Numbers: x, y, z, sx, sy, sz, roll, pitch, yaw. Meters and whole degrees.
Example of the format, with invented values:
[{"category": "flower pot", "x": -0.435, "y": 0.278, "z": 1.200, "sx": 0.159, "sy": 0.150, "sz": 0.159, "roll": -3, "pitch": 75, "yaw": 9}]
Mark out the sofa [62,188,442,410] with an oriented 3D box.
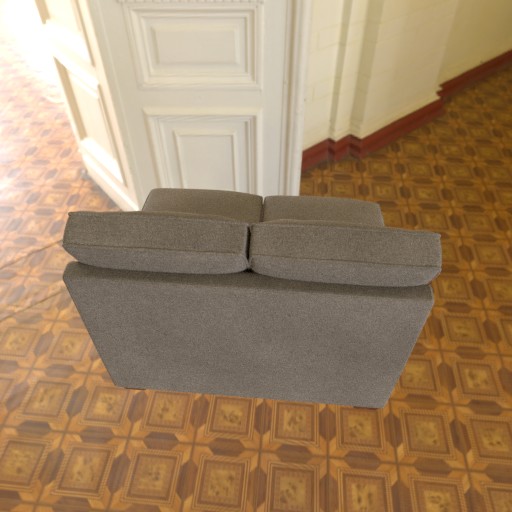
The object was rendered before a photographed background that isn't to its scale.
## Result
[{"category": "sofa", "x": 0.000, "y": 0.000, "z": 1.996, "sx": 1.237, "sy": 1.008, "sz": 0.951, "roll": 4, "pitch": 46, "yaw": 3}]
